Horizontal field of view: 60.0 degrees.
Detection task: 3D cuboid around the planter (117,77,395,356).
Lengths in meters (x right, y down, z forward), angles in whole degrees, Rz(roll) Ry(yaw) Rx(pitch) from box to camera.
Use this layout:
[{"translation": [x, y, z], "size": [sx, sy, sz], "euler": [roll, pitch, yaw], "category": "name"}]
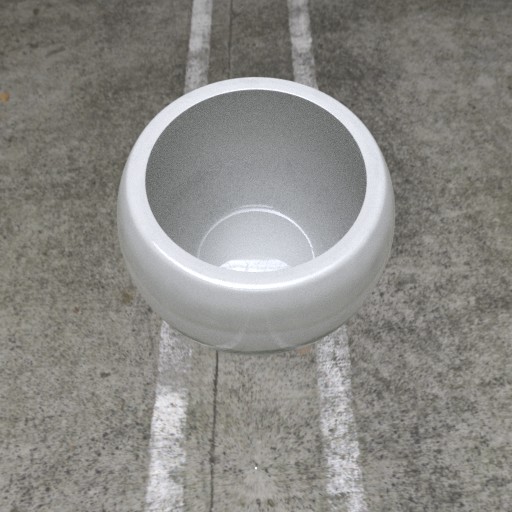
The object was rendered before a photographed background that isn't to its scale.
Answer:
[{"translation": [0.000, 0.000, 0.434], "size": [0.222, 0.278, 0.222], "euler": [0, 64, 0], "category": "planter"}]
